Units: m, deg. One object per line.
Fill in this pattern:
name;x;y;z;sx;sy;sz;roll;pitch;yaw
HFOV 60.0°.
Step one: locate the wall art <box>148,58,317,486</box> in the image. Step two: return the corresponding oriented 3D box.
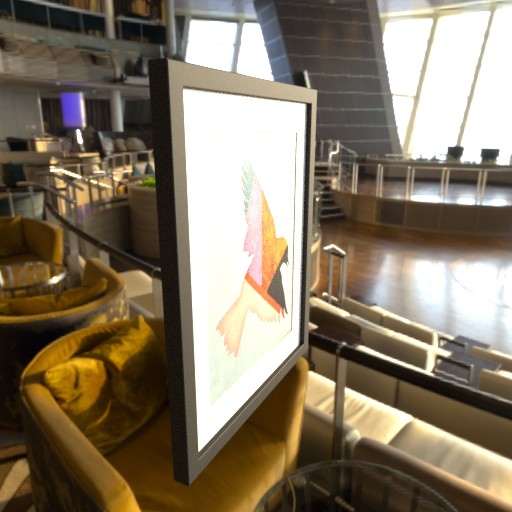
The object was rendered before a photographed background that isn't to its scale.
wall art;0.000;0.000;0.748;0.028;0.558;0.457;8;18;27
